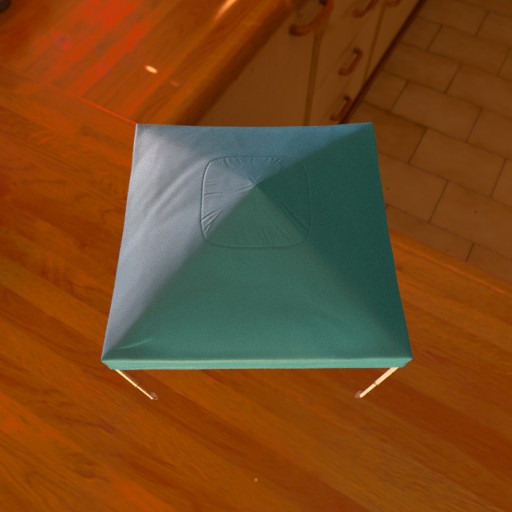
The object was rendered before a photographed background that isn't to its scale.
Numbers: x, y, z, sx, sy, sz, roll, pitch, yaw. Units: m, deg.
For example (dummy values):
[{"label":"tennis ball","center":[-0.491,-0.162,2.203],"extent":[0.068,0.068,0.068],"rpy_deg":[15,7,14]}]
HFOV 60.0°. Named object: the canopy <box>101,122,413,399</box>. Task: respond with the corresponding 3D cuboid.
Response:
[{"label":"canopy","center":[0.000,0.000,5.545],"extent":[2.998,2.997,2.996],"rpy_deg":[0,63,0]}]
